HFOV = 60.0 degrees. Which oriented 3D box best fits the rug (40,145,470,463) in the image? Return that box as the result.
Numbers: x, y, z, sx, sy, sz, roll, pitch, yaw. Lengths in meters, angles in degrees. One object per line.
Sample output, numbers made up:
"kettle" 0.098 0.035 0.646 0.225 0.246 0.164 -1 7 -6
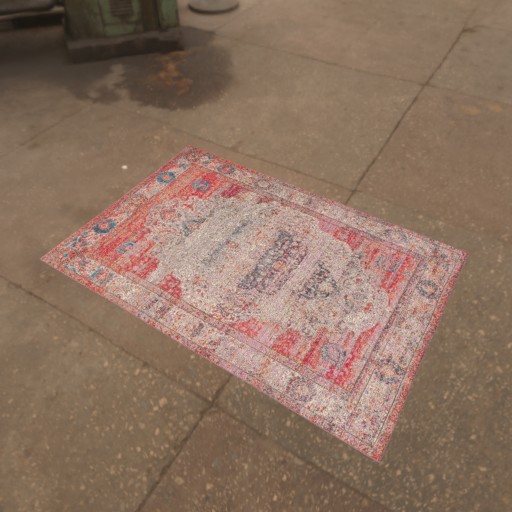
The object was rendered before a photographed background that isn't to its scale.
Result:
"rug" 0.000 0.000 2.262 1.829 0.006 1.219 25 52 21
